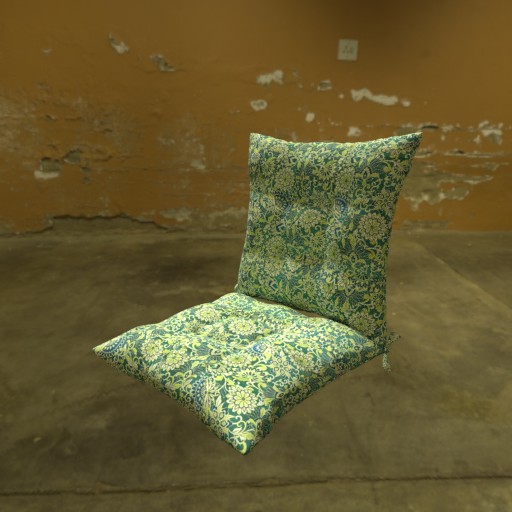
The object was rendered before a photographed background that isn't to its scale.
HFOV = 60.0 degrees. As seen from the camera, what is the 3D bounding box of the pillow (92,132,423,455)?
[{"bbox_3d":[0.000,0.000,1.000,0.541,0.536,0.585,14,21,41],"label":"pillow"}]
